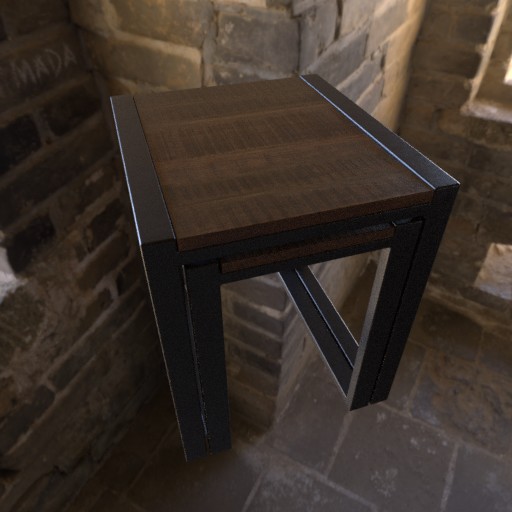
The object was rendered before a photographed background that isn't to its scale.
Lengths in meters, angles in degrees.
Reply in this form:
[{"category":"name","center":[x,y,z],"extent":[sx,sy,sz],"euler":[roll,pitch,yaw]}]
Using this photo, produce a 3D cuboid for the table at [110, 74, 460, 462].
[{"category":"table","center":[0.000,0.000,0.931],"extent":[0.449,0.550,0.500],"euler":[-12,42,-14]}]
